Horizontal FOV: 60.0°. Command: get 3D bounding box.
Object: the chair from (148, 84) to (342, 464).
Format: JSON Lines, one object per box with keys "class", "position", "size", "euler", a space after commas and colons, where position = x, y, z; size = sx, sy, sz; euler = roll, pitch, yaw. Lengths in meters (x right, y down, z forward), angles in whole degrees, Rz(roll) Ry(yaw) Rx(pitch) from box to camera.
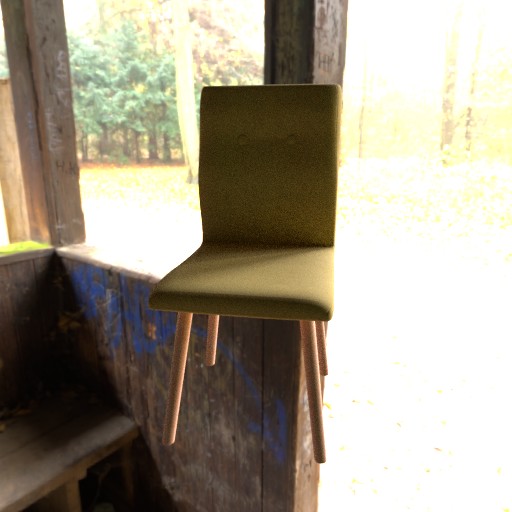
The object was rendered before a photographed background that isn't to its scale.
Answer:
{"class": "chair", "position": [0.000, 0.000, 1.269], "size": [0.450, 0.965, 0.550], "euler": [3, 16, 9]}
